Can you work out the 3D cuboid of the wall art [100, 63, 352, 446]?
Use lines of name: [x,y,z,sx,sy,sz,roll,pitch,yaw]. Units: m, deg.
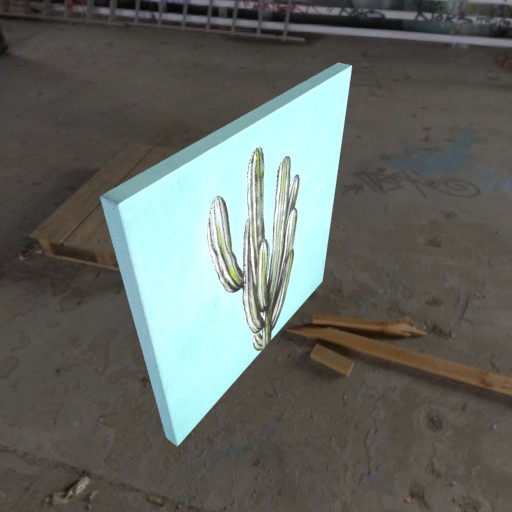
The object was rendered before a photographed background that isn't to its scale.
wall art: [0.000,0.000,1.612,0.070,1.073,1.071,25,47,26]
